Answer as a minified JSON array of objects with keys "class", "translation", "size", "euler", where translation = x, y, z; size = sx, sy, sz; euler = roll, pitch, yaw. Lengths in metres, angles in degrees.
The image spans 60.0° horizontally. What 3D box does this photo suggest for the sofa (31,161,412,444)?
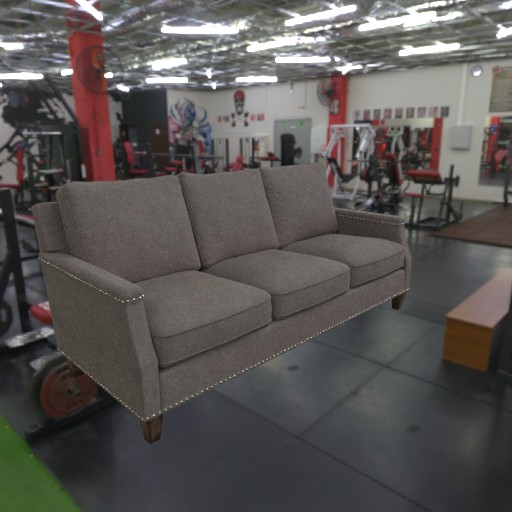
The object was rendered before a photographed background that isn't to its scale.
[{"class":"sofa","translation":[0.000,0.000,2.737],"size":[2.226,1.042,1.034],"euler":[-15,21,-43]}]
